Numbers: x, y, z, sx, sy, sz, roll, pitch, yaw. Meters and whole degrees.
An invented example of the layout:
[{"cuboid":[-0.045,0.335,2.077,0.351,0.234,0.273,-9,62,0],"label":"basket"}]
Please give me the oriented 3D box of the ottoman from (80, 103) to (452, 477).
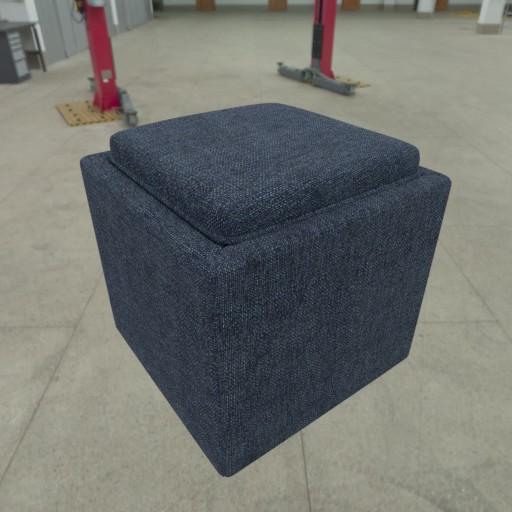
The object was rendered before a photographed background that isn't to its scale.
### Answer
[{"cuboid":[0.000,0.000,0.821,0.450,0.460,0.450,-21,38,-30],"label":"ottoman"}]
